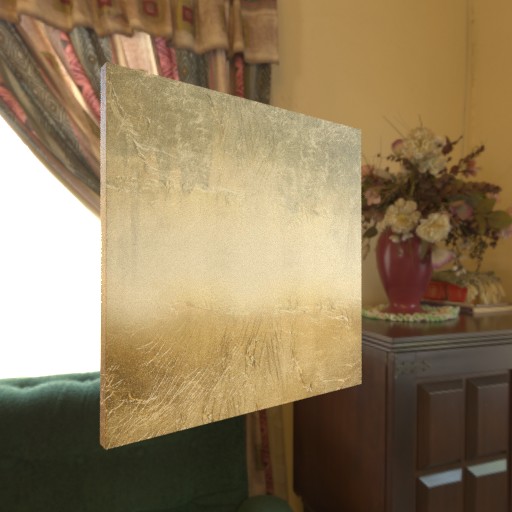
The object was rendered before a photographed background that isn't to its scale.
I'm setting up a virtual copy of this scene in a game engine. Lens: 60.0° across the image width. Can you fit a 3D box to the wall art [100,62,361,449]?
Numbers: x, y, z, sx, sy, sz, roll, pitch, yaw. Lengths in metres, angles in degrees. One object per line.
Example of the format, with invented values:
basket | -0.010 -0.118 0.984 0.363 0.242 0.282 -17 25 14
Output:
wall art | 0.000 0.000 1.595 1.092 1.091 0.051 0 0 -37
